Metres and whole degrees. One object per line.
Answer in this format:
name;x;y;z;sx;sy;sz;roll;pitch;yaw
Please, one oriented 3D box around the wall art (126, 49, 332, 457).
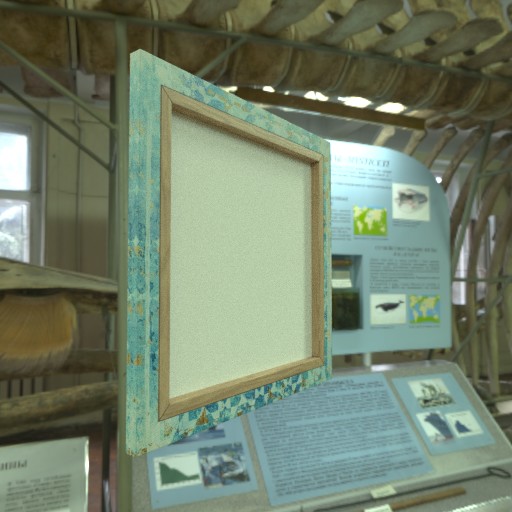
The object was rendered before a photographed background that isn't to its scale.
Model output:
wall art;0.000;0.000;1.366;0.040;0.916;0.916;-2;-3;37
